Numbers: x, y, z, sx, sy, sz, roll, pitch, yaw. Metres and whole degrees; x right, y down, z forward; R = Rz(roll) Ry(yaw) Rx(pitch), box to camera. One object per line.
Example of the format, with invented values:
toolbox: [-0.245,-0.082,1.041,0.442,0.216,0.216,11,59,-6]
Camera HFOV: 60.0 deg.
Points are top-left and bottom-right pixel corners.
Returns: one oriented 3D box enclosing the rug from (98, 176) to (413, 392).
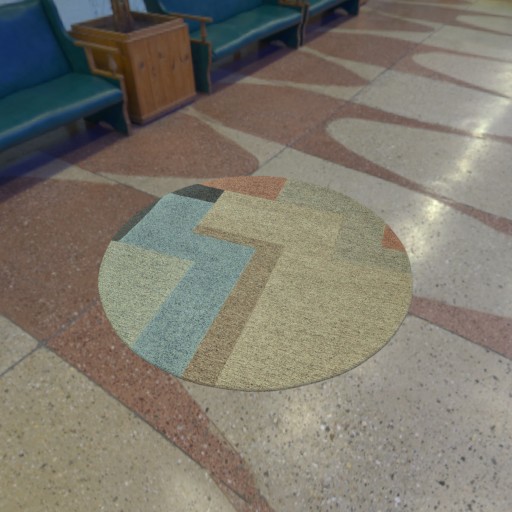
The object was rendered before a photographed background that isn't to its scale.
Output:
rug: [0.000,0.000,3.578,2.461,0.033,2.461,0,41,0]
